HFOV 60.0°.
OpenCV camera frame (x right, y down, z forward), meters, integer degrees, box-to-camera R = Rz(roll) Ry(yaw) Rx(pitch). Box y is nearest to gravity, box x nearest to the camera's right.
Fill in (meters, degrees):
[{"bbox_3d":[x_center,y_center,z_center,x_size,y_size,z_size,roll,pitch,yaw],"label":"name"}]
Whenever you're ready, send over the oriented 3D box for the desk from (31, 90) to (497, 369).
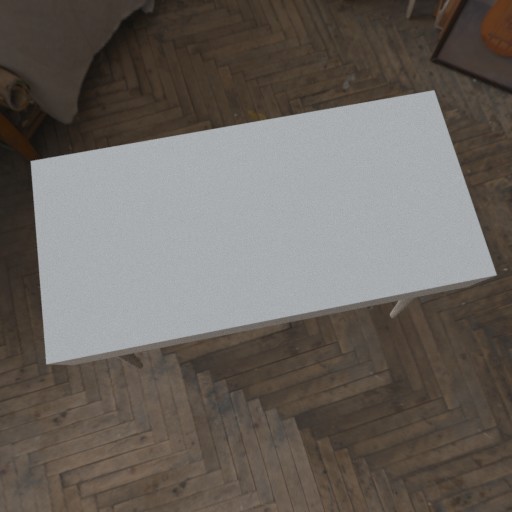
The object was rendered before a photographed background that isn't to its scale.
[{"bbox_3d":[0.000,0.000,1.350,0.979,0.723,0.491,-11,76,-3],"label":"desk"}]
